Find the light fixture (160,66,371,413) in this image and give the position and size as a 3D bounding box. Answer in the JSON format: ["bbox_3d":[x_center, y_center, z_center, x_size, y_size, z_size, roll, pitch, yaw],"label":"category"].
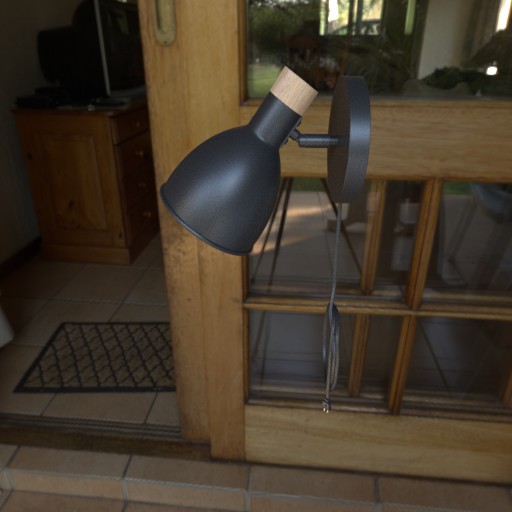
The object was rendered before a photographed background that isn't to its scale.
[{"bbox_3d":[0.000,0.000,0.509,0.203,0.401,0.127,0,25,0],"label":"light fixture"}]
